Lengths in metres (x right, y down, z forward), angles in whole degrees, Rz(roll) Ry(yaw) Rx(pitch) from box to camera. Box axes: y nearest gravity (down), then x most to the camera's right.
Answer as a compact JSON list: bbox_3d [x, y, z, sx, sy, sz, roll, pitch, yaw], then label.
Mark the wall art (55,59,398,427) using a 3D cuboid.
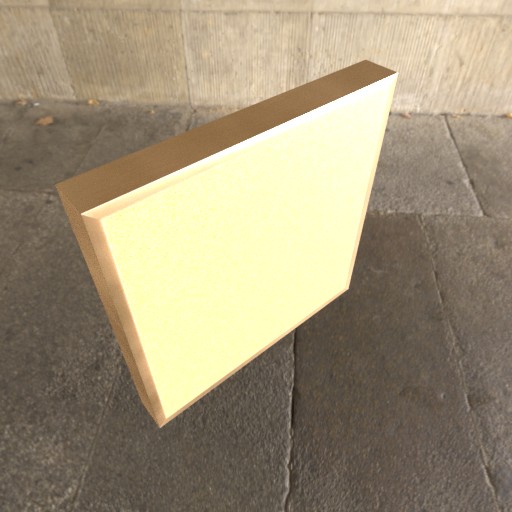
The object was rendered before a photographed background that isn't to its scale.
[{"bbox_3d":[0.000,0.000,0.451,0.305,0.303,0.038,-31,53,-27],"label":"wall art"}]
